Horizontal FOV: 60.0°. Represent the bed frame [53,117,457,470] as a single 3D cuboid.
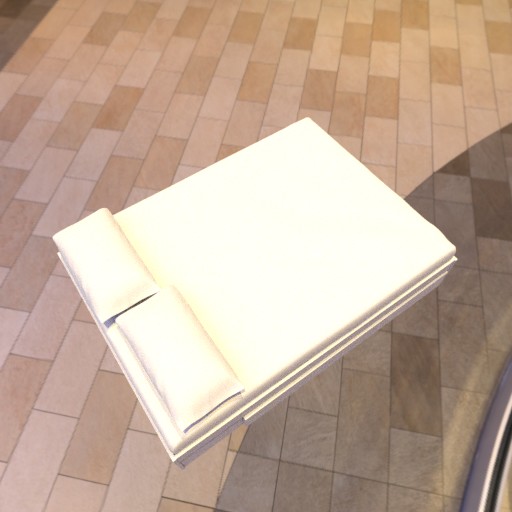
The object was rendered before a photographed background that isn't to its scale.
[{"bbox_3d":[0.000,0.000,2.684,1.950,0.629,1.450,-31,63,-18],"label":"bed frame"}]
